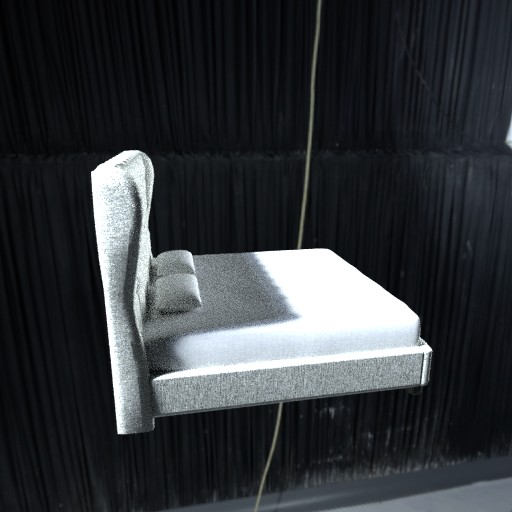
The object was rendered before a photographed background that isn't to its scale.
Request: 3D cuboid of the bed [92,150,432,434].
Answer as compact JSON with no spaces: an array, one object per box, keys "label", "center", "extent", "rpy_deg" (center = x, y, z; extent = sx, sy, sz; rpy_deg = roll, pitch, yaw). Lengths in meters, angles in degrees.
[{"label":"bed","center":[0.000,0.000,3.969],"extent":[2.347,1.771,2.219],"rpy_deg":[-3,16,-11]}]
